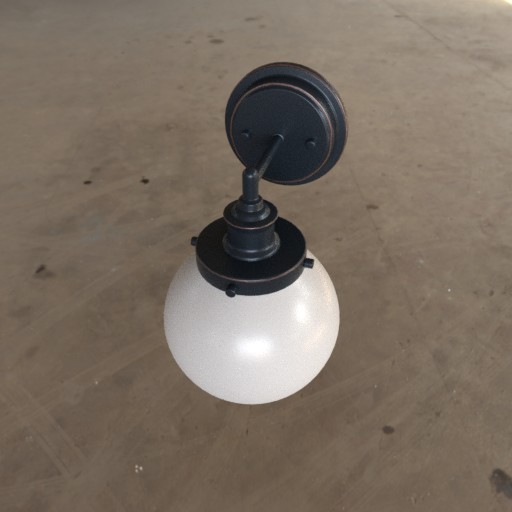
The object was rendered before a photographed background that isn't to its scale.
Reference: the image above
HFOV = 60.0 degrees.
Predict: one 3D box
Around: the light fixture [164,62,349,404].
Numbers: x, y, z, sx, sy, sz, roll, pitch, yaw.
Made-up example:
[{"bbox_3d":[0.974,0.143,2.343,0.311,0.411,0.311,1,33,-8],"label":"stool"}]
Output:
[{"bbox_3d":[0.000,0.000,0.472,0.197,0.332,0.230,11,41,13],"label":"light fixture"}]
